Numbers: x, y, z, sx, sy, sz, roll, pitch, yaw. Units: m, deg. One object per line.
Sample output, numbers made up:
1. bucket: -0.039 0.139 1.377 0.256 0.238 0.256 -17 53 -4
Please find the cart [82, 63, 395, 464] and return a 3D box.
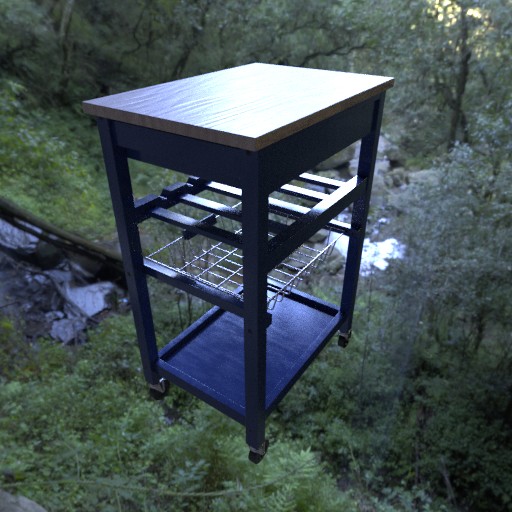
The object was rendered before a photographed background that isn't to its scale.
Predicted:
1. cart: 0.000 0.000 1.162 0.403 0.839 0.584 20 37 29
